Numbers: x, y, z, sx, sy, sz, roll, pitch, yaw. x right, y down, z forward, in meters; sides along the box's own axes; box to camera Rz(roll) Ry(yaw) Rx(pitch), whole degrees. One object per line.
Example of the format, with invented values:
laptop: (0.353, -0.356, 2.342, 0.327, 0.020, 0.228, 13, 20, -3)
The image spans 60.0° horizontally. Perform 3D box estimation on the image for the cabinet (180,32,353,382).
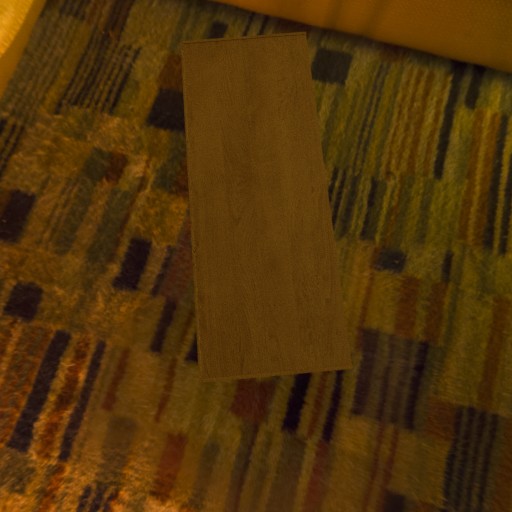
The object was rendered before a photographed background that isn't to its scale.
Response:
cabinet: (0.000, 0.000, 2.503, 0.510, 1.910, 1.290, -5, 76, -1)
